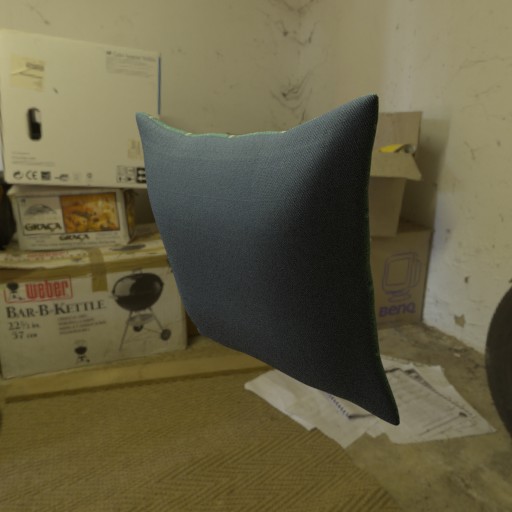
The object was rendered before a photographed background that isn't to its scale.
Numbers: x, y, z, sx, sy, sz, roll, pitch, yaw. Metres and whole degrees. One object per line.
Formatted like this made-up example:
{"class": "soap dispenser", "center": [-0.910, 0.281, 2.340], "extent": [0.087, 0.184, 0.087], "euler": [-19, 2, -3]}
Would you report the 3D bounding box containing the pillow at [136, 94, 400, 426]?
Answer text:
{"class": "pillow", "center": [0.000, 0.000, 0.671], "extent": [0.200, 0.430, 0.453], "euler": [-14, 20, -42]}
